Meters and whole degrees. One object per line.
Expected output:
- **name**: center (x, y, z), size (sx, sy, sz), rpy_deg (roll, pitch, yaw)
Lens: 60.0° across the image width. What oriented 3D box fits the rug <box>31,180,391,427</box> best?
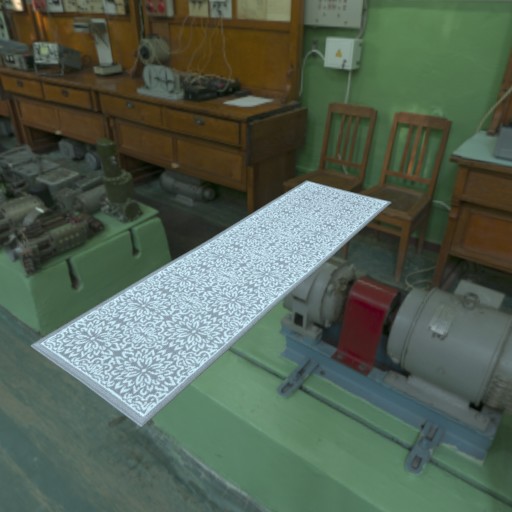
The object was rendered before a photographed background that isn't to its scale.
- **rug**: center (0.000, 0.000, 2.384), size (0.662, 0.011, 2.196), rpy_deg (21, 37, 30)
